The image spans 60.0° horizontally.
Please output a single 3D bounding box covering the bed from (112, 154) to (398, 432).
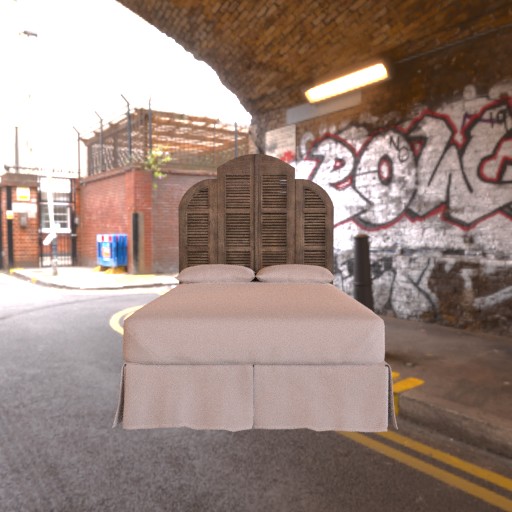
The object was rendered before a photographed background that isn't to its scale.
[{"bbox_3d":[0.000,0.000,3.630,1.713,2.019,2.138,0,3,0],"label":"bed"}]
